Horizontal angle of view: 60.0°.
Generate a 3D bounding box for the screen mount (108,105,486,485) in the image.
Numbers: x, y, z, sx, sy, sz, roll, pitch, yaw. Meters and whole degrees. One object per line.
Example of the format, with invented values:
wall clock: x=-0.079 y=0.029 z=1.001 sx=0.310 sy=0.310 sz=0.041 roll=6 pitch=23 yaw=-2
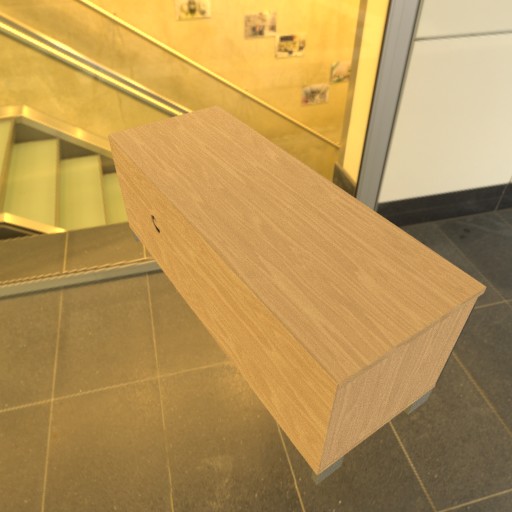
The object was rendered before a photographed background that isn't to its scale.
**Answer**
screen mount: x=0.000 y=0.000 z=1.299 sx=0.406 sy=0.432 sz=1.084 roll=-24 pitch=47 yaw=-25
